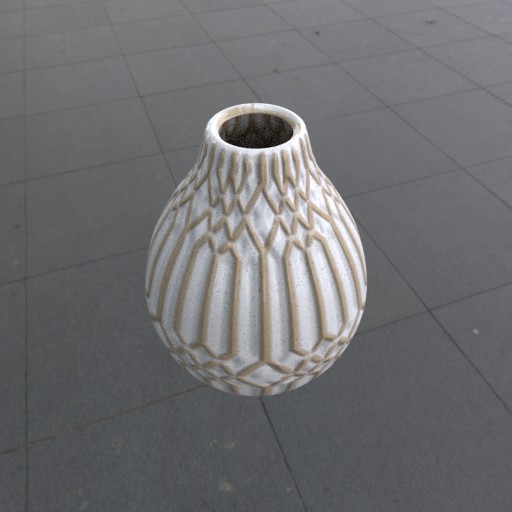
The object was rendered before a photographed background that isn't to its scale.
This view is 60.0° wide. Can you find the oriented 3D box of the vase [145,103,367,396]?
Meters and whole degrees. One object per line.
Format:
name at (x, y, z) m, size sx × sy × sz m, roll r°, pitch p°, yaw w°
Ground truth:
vase at (0.000, 0.000, 0.309) m, size 0.159 × 0.200 × 0.159 m, roll 0°, pitch 45°, yaw 0°
